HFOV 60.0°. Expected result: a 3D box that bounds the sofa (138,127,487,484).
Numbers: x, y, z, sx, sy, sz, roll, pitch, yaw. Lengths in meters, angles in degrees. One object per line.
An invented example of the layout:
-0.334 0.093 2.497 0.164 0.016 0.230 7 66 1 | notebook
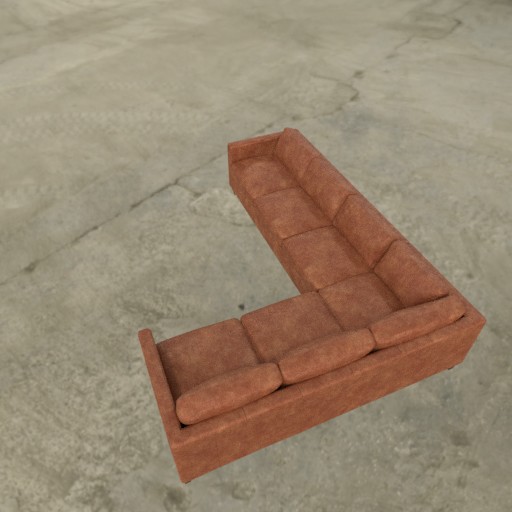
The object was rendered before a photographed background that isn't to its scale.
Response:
0.000 0.000 4.173 2.438 0.838 3.167 -17 47 -16 | sofa
